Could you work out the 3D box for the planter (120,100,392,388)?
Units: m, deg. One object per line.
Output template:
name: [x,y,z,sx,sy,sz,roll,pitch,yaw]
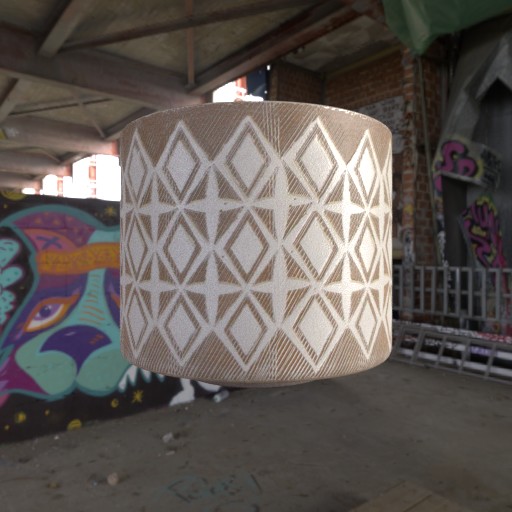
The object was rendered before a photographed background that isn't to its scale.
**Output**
planter: [0.000,0.000,0.329,0.193,0.165,0.193,0,0,0]
